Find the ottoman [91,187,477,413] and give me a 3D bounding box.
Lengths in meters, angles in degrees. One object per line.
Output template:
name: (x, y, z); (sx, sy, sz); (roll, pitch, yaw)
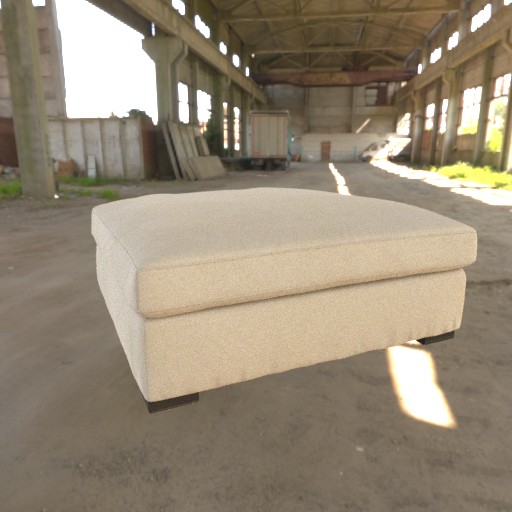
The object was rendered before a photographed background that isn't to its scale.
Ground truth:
ottoman: (0.000, 0.000, 1.858); (1.205, 0.522, 1.190); (-7, 16, -24)
